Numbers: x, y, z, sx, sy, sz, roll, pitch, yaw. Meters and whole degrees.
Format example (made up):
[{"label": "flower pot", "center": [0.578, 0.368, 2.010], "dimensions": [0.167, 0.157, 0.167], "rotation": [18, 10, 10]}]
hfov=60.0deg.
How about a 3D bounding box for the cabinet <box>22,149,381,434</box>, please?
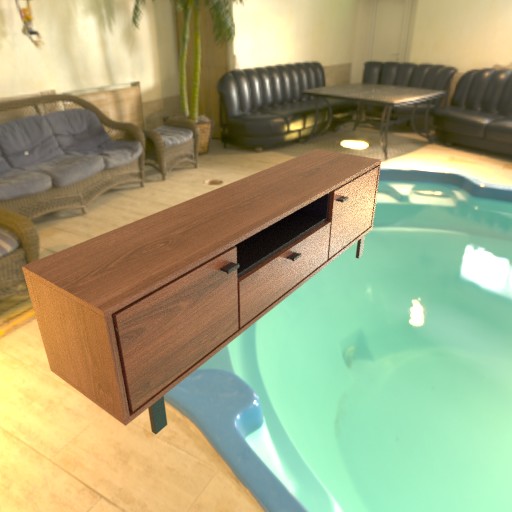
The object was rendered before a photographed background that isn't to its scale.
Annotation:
[{"label": "cabinet", "center": [0.000, 0.000, 1.832], "dimensions": [0.400, 0.500, 1.650], "rotation": [19, 33, 32]}]
